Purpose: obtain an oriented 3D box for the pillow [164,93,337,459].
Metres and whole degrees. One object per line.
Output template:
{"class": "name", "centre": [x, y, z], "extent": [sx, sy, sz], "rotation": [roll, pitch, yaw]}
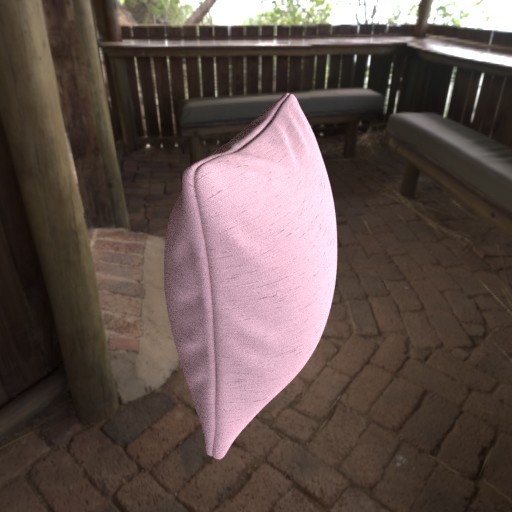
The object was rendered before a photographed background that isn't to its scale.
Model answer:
{"class": "pillow", "centre": [0.000, 0.000, 0.683], "extent": [0.246, 0.415, 0.432], "rotation": [8, 31, 14]}
